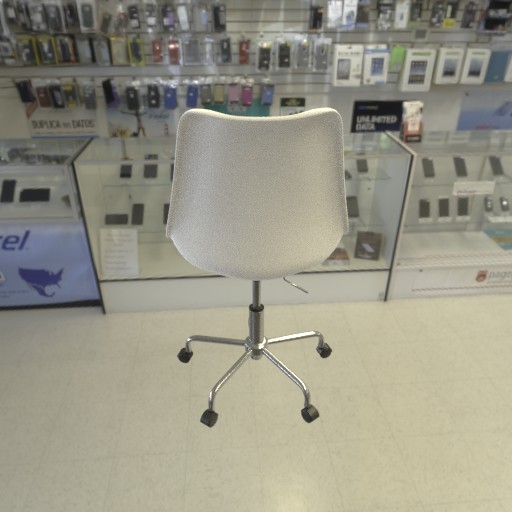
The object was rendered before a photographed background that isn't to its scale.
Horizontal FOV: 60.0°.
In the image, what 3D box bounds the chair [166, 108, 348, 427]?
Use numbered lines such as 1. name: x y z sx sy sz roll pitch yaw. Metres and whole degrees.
1. chair: 0.000 0.000 1.288 0.550 0.930 0.550 -1 30 -2
